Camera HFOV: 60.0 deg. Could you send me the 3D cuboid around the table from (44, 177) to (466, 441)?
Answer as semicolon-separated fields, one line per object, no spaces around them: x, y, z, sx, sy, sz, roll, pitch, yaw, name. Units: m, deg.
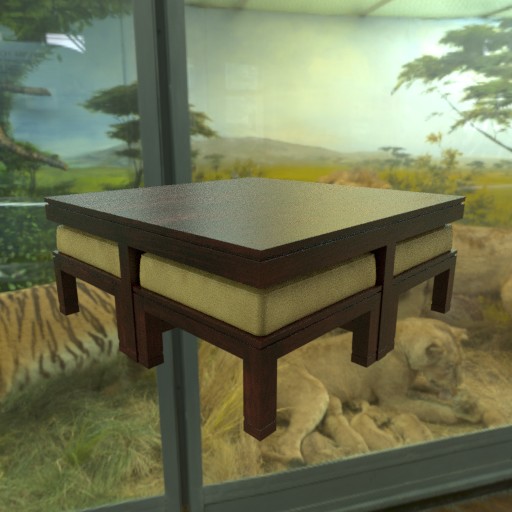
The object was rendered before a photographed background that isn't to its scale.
0.000;0.000;1.332;0.865;0.356;0.865;15;21;42;table
